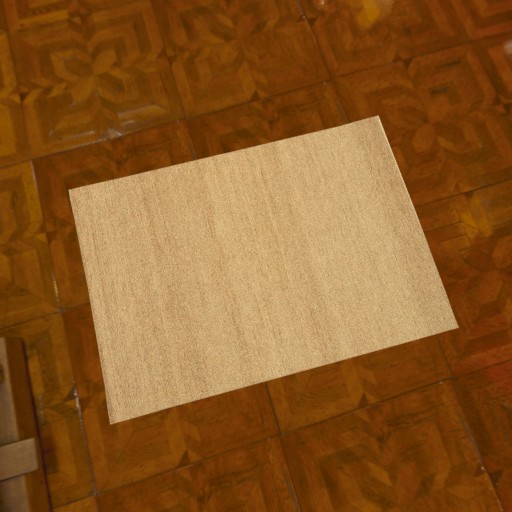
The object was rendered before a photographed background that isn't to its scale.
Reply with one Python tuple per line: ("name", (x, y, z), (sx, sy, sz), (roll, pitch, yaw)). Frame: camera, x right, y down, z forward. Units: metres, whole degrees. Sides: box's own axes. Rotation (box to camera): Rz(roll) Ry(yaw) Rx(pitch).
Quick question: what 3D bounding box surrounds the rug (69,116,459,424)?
("rug", (0.000, 0.000, 2.963), (2.283, 0.030, 1.596), (-14, 76, -4))
